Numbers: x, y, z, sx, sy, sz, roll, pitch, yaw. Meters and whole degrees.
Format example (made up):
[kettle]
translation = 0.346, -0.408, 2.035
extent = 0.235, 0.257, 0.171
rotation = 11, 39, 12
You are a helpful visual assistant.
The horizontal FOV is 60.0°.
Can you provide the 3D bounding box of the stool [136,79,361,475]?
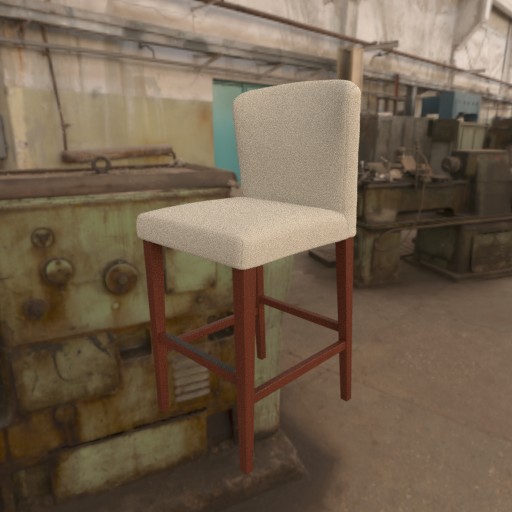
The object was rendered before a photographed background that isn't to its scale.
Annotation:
[stool]
translation = 0.000, 0.000, 1.398
extent = 0.481, 1.069, 0.568
rotation = 15, 22, 42
